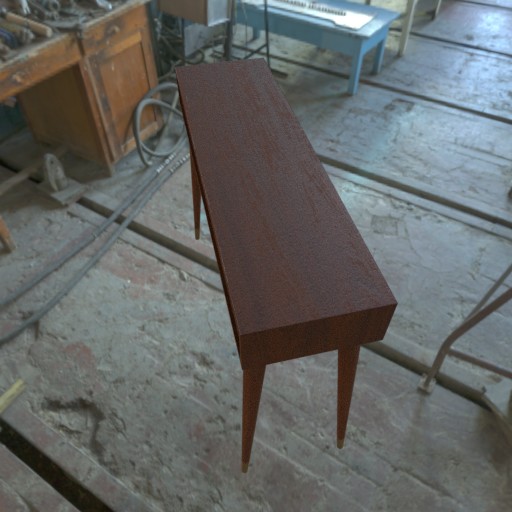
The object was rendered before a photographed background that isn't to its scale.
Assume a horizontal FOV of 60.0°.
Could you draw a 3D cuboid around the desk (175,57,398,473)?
[{"bbox_3d":[0.000,0.000,1.652,0.384,0.917,1.204,-10,49,-9],"label":"desk"}]
